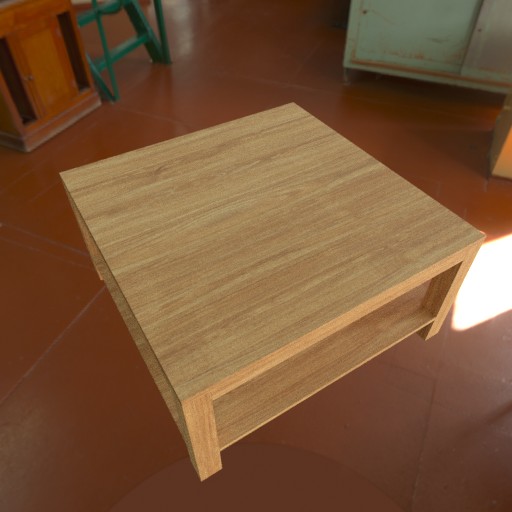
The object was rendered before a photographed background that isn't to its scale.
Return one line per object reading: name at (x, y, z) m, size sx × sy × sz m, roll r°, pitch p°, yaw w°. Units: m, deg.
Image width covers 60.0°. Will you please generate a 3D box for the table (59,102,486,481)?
table at (0.000, 0.000, 1.452) m, size 0.900 × 0.450 × 0.900 m, roll -24°, pitch 50°, yaw -22°
